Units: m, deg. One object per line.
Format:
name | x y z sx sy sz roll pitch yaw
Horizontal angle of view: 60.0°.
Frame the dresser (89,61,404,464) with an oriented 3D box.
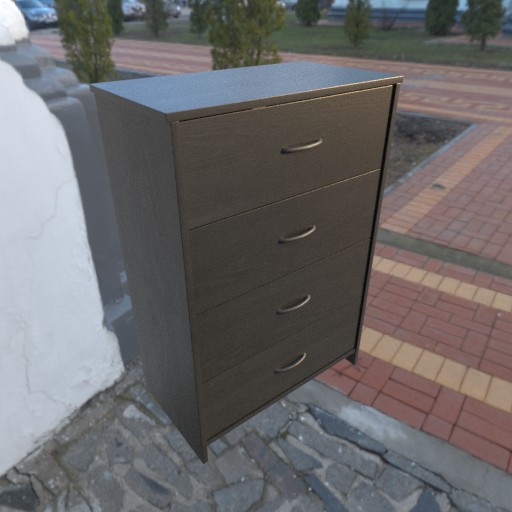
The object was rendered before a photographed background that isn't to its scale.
dresser | 0.000 0.000 1.365 0.700 1.020 0.398 -22 37 -32
